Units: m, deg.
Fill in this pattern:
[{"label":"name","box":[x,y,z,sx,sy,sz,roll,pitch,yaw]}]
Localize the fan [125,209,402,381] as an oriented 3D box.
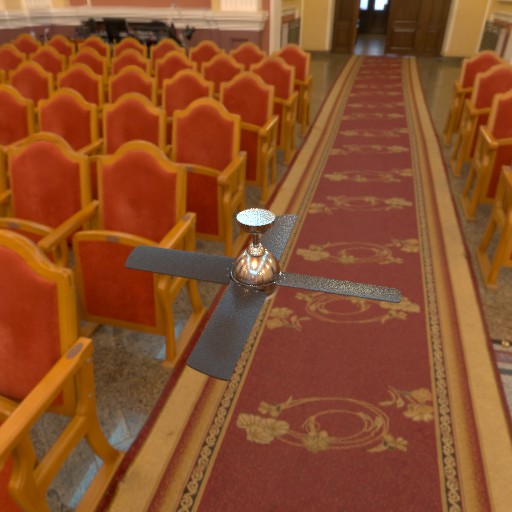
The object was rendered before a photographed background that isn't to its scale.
[{"label":"fan","box":[0.000,0.000,2.056,1.332,0.403,1.332,8,32,13]}]
